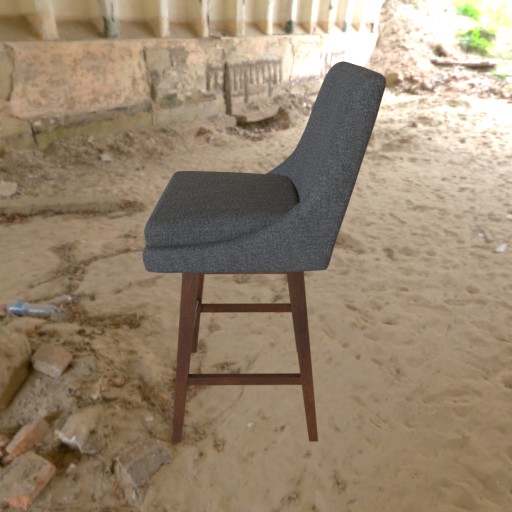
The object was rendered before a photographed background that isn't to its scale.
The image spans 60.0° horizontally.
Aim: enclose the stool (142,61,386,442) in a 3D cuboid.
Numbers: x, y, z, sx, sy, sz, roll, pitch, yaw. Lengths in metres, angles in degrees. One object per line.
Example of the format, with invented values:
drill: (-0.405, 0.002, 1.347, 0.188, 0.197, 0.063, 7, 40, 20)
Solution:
stool: (0.000, 0.000, 1.348, 0.572, 1.068, 0.489, 0, 27, 0)
